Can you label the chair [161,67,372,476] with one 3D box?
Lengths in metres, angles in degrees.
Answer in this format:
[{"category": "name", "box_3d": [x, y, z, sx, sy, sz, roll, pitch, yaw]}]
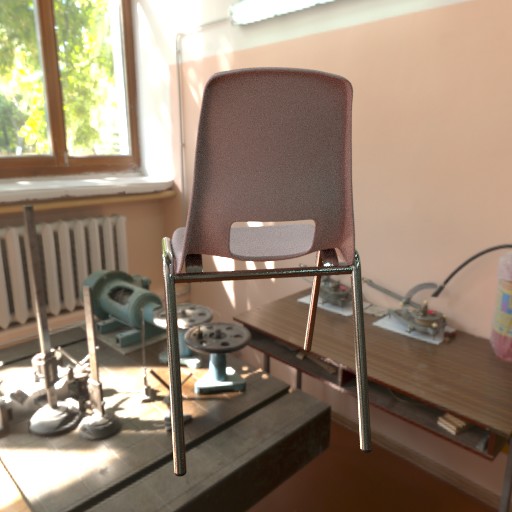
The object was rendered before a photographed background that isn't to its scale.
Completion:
[{"category": "chair", "box_3d": [0.000, 0.000, 0.904, 0.381, 0.653, 0.436, -3, 14, -10]}]
